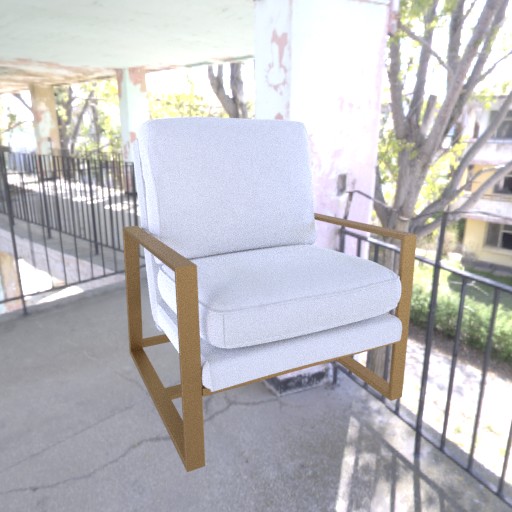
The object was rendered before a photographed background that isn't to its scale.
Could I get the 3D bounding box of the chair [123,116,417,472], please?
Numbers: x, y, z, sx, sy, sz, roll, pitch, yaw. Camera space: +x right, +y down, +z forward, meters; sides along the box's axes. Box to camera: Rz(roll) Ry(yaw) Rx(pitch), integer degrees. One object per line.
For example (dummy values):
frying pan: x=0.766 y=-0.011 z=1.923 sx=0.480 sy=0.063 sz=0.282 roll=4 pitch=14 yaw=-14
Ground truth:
chair: x=0.000 y=0.000 z=1.593 sx=0.805 sy=0.966 sz=0.813 roll=-8 pitch=18 yaw=-26
